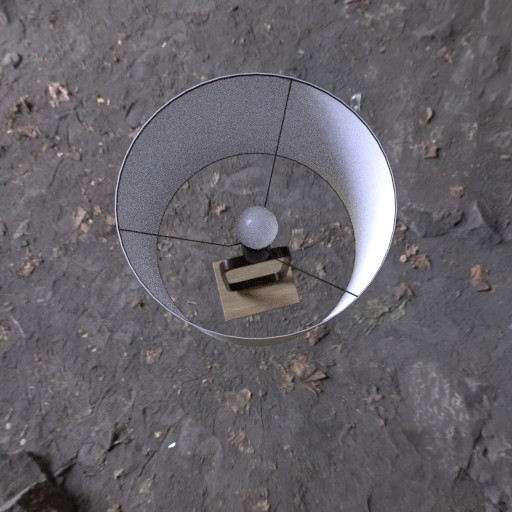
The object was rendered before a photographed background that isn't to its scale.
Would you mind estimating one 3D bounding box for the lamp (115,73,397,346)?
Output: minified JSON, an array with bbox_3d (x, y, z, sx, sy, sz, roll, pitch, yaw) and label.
[{"bbox_3d":[0.000,0.000,0.685,0.279,0.508,0.279,-13,77,-3],"label":"lamp"}]
